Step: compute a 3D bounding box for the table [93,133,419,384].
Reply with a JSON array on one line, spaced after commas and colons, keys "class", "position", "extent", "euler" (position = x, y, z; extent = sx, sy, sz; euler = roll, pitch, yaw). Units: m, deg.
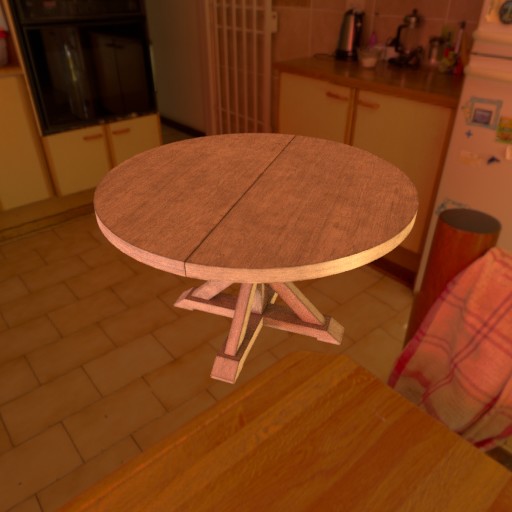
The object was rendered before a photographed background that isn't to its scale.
[{"class": "table", "position": [0.000, 0.000, 2.148], "extent": [1.363, 0.781, 1.363], "euler": [0, 33, 0]}]
